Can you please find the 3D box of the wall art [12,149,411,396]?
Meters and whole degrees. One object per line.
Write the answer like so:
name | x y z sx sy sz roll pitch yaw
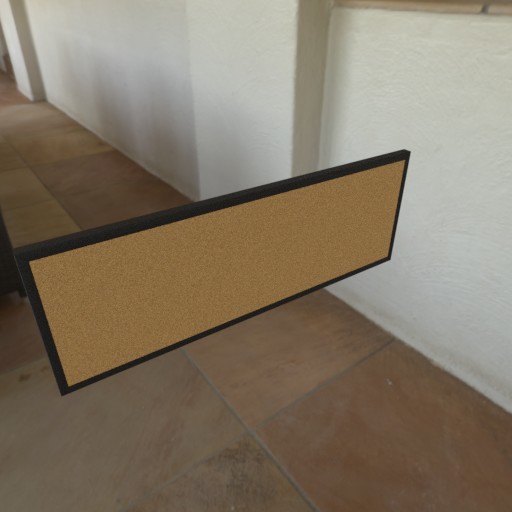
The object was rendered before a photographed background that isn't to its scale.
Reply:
wall art | 0.000 0.000 1.710 1.572 0.554 0.041 -19 36 -28
